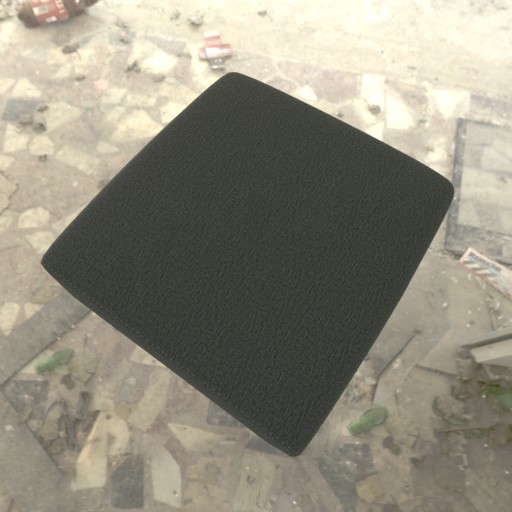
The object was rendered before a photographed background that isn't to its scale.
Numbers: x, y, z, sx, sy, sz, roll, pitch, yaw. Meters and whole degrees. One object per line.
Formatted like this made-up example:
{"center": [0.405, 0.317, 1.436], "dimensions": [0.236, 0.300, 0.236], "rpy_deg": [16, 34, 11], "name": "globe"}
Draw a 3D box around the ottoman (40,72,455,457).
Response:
{"center": [0.000, 0.000, 1.053], "dimensions": [0.649, 0.398, 0.650], "rpy_deg": [32, 68, 14], "name": "ottoman"}
